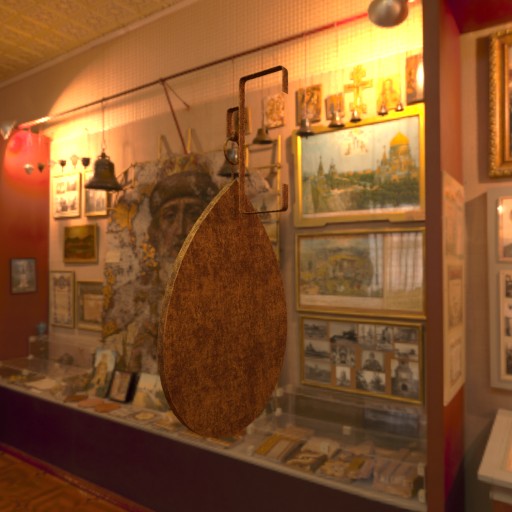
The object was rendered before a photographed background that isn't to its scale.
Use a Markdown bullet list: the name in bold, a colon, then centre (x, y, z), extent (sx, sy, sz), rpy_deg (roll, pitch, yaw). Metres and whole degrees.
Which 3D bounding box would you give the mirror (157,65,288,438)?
- **mirror**: centre (0.000, 0.000, 0.905), extent (0.144, 0.744, 0.405), rpy_deg (-1, -1, 36)
